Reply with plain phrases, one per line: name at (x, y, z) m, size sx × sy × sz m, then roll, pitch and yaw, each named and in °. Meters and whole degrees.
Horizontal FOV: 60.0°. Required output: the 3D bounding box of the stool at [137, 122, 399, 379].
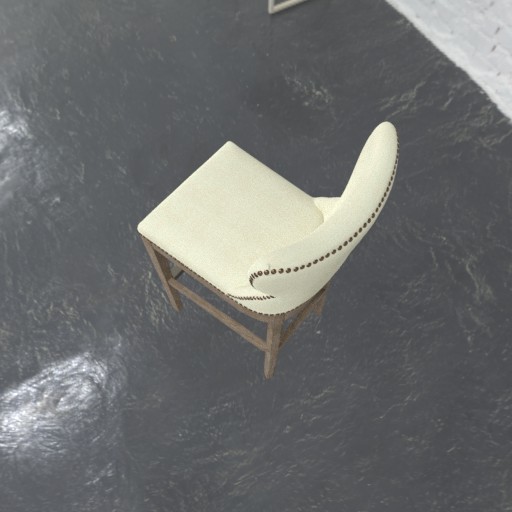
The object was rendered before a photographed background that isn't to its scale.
stool at (0.000, 0.000, 1.460) m, size 0.606 × 1.123 × 0.494 m, roll 36°, pitch 69°, yaw 16°
